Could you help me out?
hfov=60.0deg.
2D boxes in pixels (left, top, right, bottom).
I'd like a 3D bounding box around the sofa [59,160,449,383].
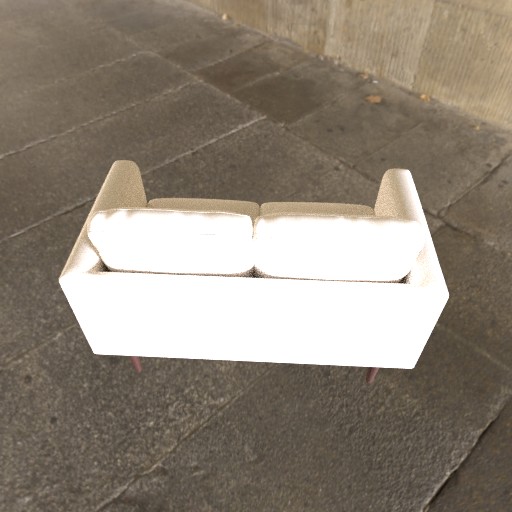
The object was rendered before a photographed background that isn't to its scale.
[{"bbox_3d":[0.000,0.000,2.036,1.430,0.908,0.796,2,46,2],"label":"sofa"}]
